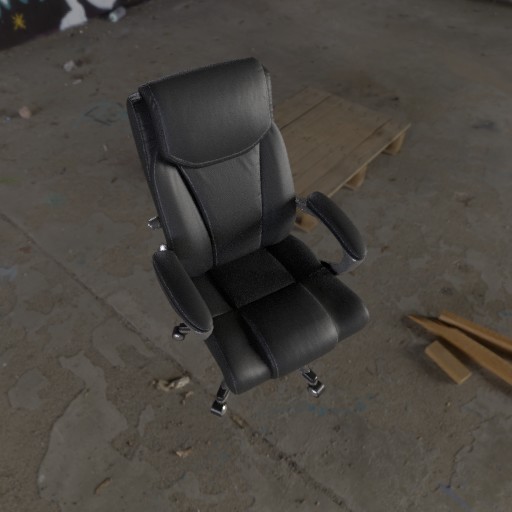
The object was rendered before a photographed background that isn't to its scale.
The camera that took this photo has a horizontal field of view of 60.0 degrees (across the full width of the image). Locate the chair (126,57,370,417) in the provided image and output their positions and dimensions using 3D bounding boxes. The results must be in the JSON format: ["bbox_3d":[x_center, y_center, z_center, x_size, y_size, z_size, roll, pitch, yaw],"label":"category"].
[{"bbox_3d":[0.000,0.000,1.637,0.741,1.167,0.784,-23,51,-20],"label":"chair"}]
